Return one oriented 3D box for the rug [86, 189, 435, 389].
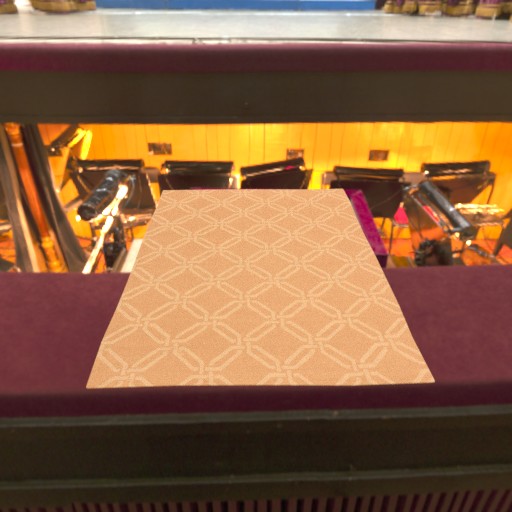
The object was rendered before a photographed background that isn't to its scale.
[{"bbox_3d":[0.000,0.000,2.808,1.524,0.013,2.135,-1,32,-1],"label":"rug"}]
